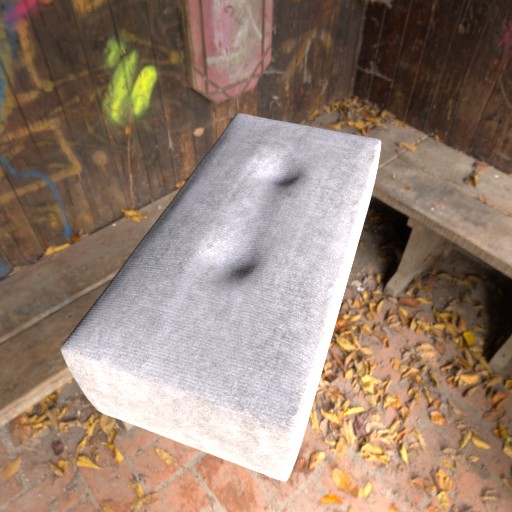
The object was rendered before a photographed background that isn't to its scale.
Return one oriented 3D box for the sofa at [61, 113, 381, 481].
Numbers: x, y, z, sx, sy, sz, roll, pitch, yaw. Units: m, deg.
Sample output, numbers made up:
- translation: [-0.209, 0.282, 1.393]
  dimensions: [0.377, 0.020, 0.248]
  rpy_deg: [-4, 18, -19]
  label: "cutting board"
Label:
- translation: [0.000, 0.000, 1.154]
  dimensions: [0.480, 0.330, 0.930]
  rpy_deg: [15, 49, 13]
  label: "sofa"
